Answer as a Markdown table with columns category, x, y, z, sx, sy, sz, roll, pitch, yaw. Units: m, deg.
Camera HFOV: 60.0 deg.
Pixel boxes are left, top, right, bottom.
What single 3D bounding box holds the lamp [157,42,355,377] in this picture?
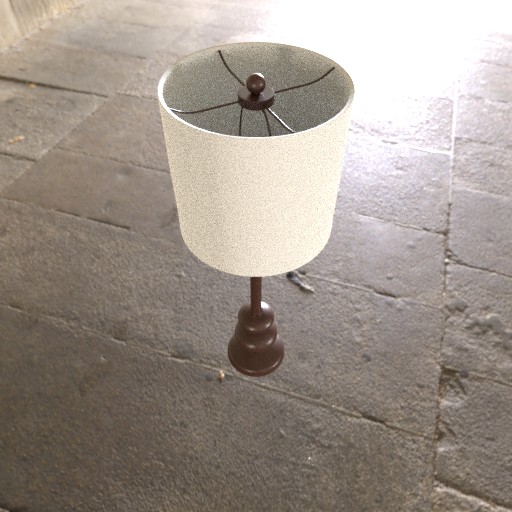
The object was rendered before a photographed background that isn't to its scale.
| category | x | y | z | sx | sy | sz | roll | pitch | yaw |
| --- | --- | --- | --- | --- | --- | --- | --- | --- | --- |
| lamp | 0.000 | 0.000 | 0.819 | 0.254 | 0.690 | 0.254 | -20 | 51 | -17 |
